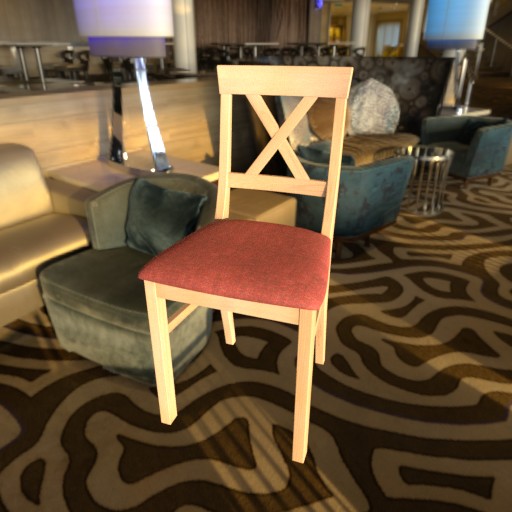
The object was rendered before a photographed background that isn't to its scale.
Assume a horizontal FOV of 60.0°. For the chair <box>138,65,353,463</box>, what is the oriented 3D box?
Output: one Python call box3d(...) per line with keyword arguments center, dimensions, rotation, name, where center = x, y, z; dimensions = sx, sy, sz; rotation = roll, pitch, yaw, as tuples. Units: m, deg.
box3d(center=(0.000, 0.000, 1.177), dimensions=(0.439, 0.912, 0.492), rotation=(9, 27, 17), name="chair")
